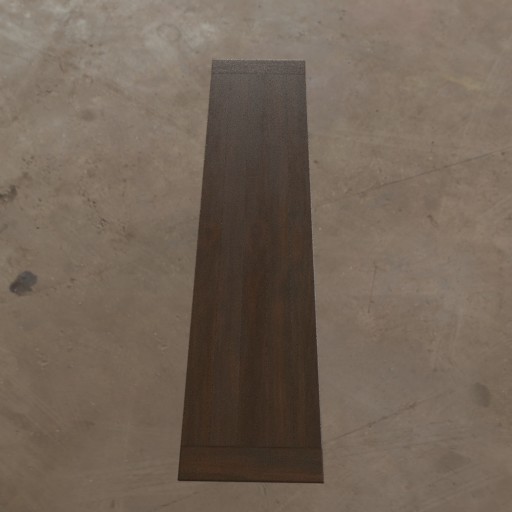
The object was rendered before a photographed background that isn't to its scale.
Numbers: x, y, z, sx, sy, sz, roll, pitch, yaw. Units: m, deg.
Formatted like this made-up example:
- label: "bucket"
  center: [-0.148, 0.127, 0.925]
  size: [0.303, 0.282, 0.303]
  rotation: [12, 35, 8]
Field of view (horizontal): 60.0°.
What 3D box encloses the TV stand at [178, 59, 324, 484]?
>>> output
- label: "TV stand"
  center: [0.000, 0.000, 2.067]
  size: [0.471, 0.615, 1.866]
  rotation: [1, 64, 0]
